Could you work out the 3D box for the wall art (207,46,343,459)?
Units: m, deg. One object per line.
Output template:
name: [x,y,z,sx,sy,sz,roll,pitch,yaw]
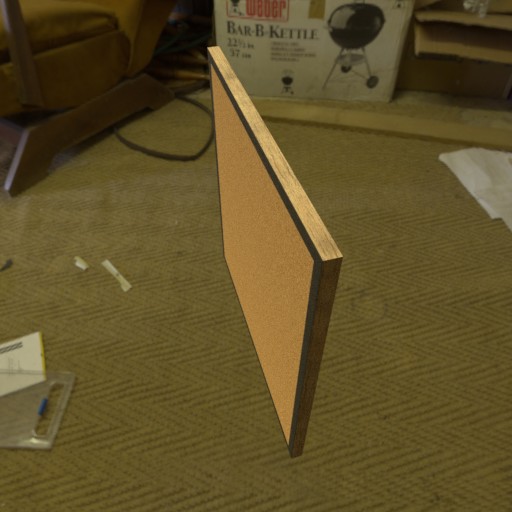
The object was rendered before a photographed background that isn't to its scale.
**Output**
wall art: [0.000,0.000,1.037,0.029,0.691,0.695,-12,48,-11]
